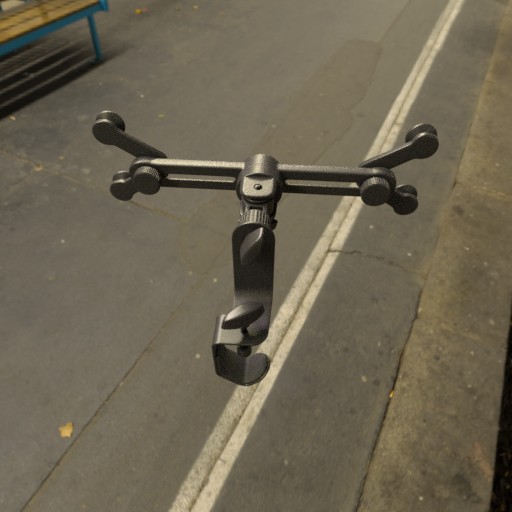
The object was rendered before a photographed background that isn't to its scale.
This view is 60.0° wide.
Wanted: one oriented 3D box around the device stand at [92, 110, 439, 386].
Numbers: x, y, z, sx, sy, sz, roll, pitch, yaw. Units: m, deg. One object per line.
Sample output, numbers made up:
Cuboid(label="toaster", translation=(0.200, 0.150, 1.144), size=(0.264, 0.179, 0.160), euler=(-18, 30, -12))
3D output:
Cuboid(label="device stand", translation=(0.000, 0.000, 0.355), size=(0.270, 0.166, 0.142), euler=(3, 47, 3))
